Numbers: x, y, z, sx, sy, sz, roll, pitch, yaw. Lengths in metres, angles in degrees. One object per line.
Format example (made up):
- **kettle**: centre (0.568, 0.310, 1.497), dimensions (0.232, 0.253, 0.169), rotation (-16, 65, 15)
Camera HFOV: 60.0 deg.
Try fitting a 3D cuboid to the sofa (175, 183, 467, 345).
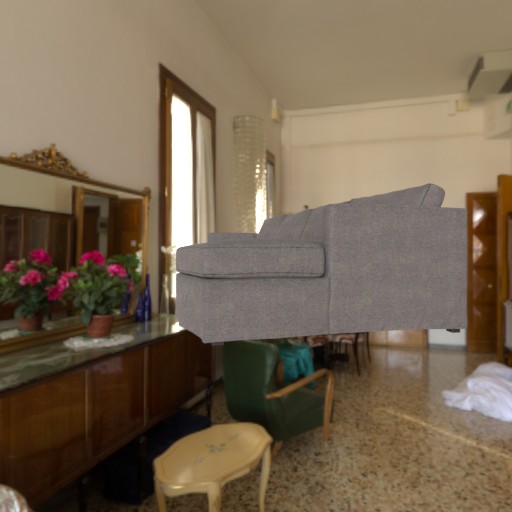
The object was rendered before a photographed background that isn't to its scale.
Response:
- **sofa**: centre (0.000, 0.000, 3.879), dimensions (1.650, 0.922, 3.205), rotation (0, 0, -18)
